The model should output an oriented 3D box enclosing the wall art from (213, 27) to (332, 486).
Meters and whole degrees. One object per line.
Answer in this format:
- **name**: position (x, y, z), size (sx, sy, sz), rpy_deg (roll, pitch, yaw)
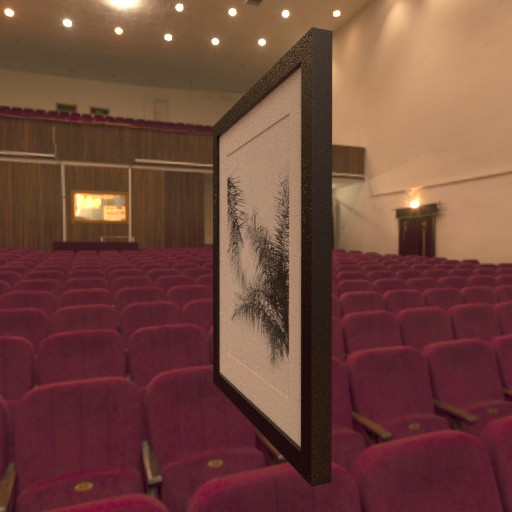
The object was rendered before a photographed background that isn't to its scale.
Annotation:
- **wall art**: position (0.000, 0.000, 0.756), size (0.028, 0.557, 0.457), rpy_deg (0, 1, -21)
